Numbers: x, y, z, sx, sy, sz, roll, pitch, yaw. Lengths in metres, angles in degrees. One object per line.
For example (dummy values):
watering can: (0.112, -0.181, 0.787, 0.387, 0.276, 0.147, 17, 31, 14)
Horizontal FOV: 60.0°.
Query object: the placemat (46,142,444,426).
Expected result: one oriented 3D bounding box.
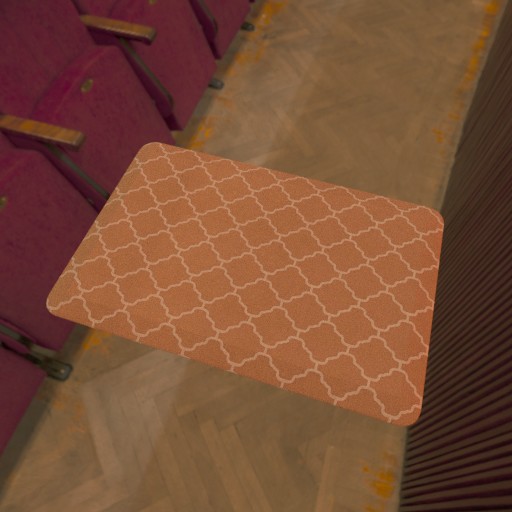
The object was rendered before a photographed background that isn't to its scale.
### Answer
placemat: (0.000, 0.000, 0.959, 0.762, 0.021, 0.508, 15, 60, 9)
